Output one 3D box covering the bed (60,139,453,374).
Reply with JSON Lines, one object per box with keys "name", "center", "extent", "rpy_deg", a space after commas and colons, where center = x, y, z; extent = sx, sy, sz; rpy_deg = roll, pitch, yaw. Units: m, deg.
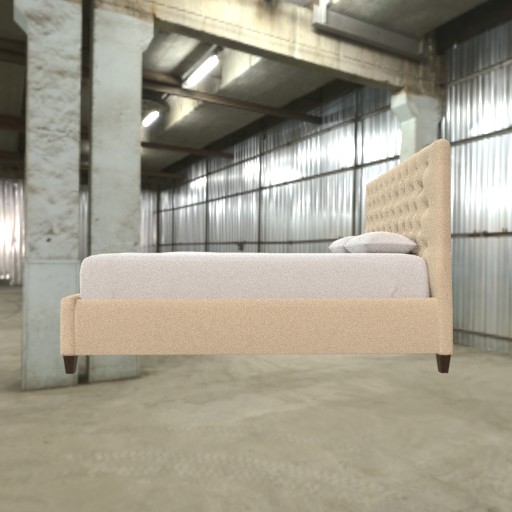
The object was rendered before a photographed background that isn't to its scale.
{"name": "bed", "center": [0.000, 0.000, 3.507], "extent": [2.387, 1.427, 1.698], "rpy_deg": [0, 0, -1]}
